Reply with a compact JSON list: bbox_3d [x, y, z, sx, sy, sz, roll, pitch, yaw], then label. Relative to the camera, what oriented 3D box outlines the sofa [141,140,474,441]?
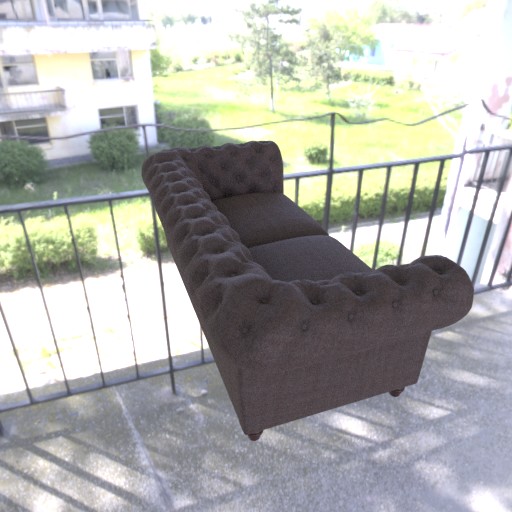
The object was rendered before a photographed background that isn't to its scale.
[{"bbox_3d":[0.000,0.000,2.396,0.944,0.780,2.048,-10,31,-17],"label":"sofa"}]
